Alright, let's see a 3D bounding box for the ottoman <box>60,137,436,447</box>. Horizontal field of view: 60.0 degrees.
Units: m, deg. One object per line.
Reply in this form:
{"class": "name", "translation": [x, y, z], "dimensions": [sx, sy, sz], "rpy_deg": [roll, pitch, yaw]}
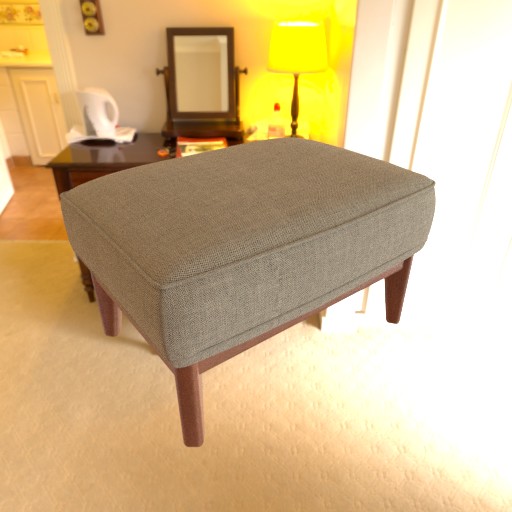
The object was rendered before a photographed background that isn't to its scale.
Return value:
{"class": "ottoman", "translation": [0.000, 0.000, 1.107], "dimensions": [0.750, 0.458, 0.555], "rpy_deg": [-21, 36, -32]}
